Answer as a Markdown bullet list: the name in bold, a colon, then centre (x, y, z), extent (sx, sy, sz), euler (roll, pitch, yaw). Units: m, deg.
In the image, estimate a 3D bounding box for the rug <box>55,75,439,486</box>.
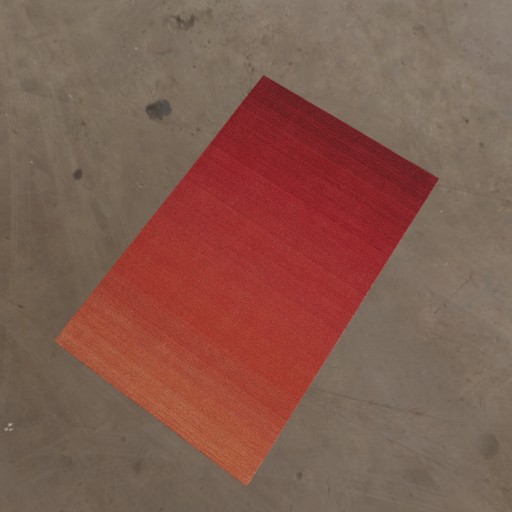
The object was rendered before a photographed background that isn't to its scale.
- **rug**: centre (0.000, 0.000, 3.041), extent (1.531, 0.010, 2.442), euler (33, 78, 8)
